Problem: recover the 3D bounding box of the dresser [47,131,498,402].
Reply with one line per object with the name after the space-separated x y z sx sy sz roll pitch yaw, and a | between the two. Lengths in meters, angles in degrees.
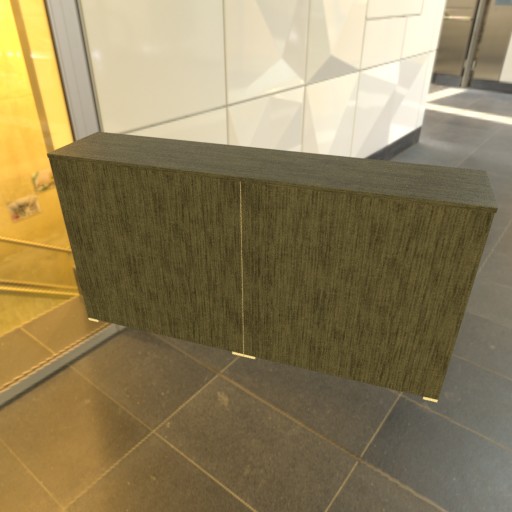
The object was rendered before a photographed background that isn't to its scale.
0.000 0.000 1.784 1.535 0.790 0.333 10 32 16 | dresser
